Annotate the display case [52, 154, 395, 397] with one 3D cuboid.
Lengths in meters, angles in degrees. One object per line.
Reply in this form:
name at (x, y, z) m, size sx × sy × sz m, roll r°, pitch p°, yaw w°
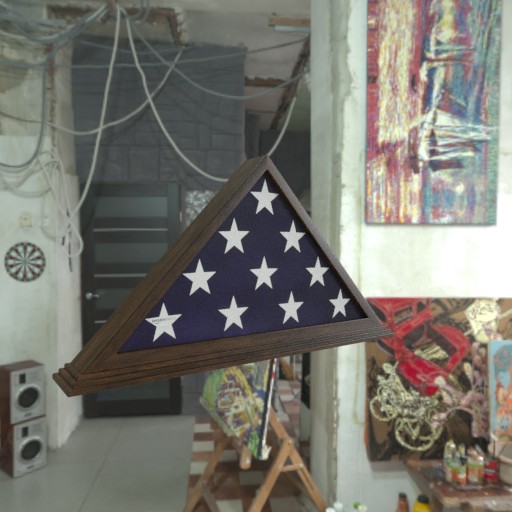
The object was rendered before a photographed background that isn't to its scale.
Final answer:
display case at (0.000, 0.000, 0.770) m, size 0.640 × 0.340 × 0.095 m, roll -1°, pitch 2°, yaw -35°
